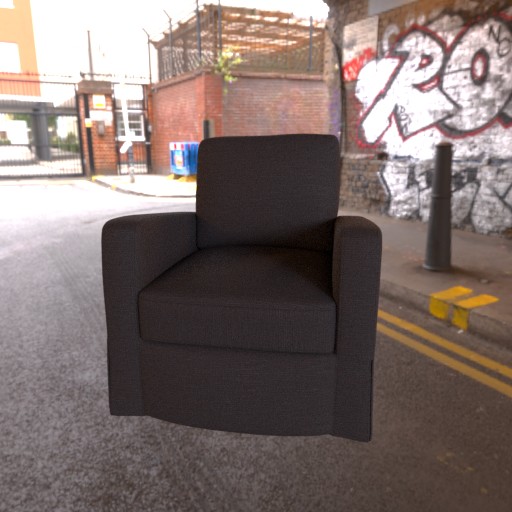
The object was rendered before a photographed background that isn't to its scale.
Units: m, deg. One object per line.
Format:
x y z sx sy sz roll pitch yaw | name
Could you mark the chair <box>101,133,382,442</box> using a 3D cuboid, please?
0.000 0.000 1.582 0.798 0.855 0.863 2 14 9 | chair
